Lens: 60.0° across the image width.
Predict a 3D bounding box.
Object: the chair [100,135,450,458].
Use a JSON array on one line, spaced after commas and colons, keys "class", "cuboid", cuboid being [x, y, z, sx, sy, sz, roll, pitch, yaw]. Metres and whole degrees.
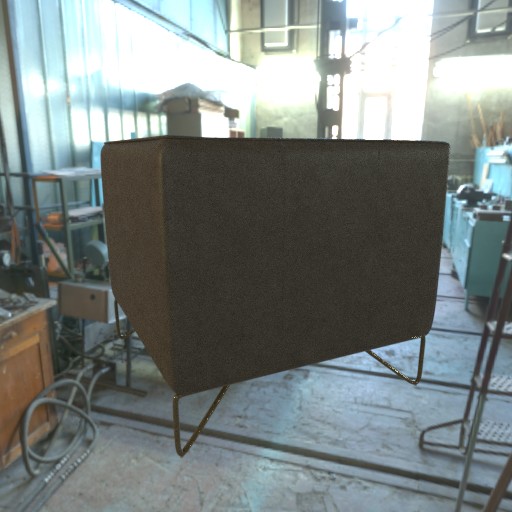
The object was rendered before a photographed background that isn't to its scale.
[{"class": "chair", "cuboid": [0.000, 0.000, 1.565, 0.894, 0.790, 0.880, -7, 15, -26]}]
